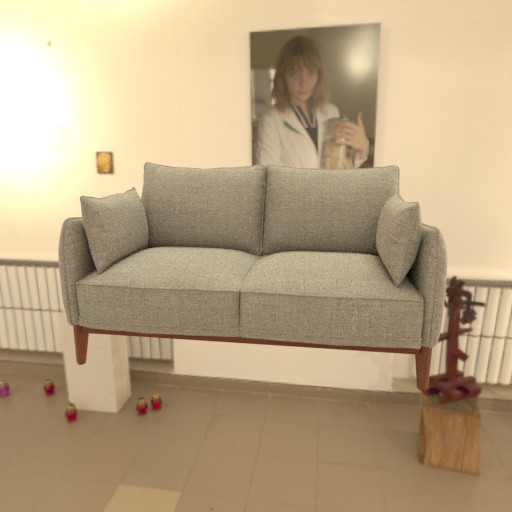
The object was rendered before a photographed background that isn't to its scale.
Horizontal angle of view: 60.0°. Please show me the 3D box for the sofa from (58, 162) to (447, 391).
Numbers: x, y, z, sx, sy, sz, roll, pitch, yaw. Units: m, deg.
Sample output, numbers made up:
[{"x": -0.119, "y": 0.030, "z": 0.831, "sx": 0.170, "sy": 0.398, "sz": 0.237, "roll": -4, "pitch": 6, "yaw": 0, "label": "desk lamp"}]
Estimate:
[{"x": 0.000, "y": 0.000, "z": 2.140, "sx": 1.580, "sy": 0.851, "sz": 0.972, "roll": 2, "pitch": 14, "yaw": 8, "label": "sofa"}]
